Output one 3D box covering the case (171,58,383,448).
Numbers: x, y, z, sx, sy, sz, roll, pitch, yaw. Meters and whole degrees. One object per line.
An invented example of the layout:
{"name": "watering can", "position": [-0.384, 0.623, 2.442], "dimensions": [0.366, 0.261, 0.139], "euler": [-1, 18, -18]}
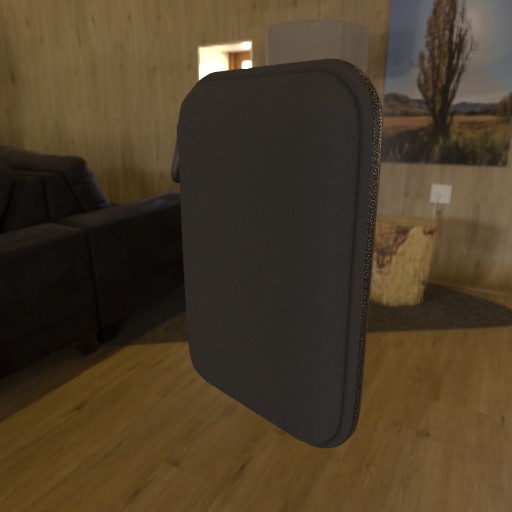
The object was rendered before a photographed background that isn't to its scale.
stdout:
{"name": "case", "position": [0.000, 0.000, 0.187], "dimensions": [0.030, 0.147, 0.107], "euler": [-16, 23, -42]}
